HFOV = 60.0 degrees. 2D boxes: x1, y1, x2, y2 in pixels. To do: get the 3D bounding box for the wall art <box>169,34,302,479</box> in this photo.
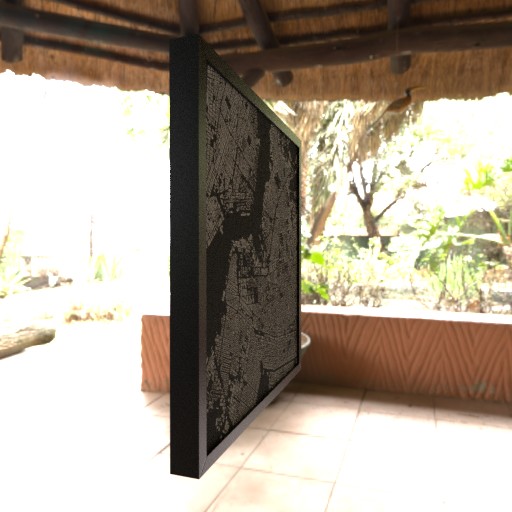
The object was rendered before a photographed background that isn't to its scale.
[{"bbox_3d":[0.000,0.000,0.748,0.038,0.506,0.506,0,0,19],"label":"wall art"}]
